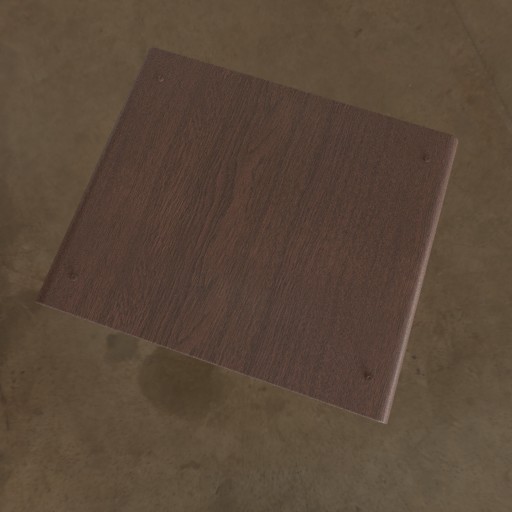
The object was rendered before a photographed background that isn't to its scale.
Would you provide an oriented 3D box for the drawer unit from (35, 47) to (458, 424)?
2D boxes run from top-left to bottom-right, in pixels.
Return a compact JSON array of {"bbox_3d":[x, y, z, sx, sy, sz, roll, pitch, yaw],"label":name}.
[{"bbox_3d":[0.000,0.000,0.595,0.344,0.344,0.290,18,77,4],"label":"drawer unit"}]
